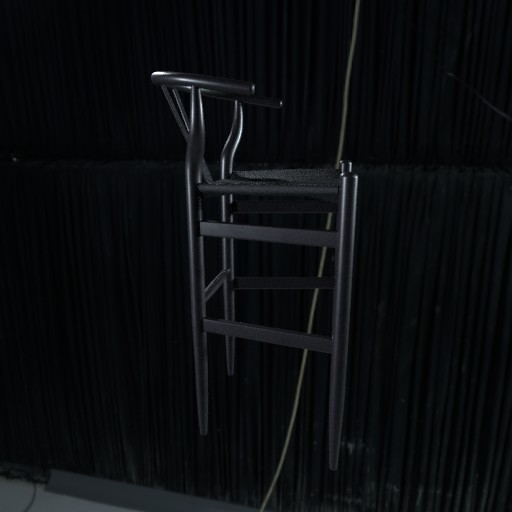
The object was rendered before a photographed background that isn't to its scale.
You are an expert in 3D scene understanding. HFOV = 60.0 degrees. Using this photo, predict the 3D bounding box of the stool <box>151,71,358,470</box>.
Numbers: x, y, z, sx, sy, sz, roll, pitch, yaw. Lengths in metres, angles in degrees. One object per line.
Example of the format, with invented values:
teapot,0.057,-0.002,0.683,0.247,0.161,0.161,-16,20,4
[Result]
stool,0.000,0.000,1.405,0.579,1.072,0.569,3,15,10
